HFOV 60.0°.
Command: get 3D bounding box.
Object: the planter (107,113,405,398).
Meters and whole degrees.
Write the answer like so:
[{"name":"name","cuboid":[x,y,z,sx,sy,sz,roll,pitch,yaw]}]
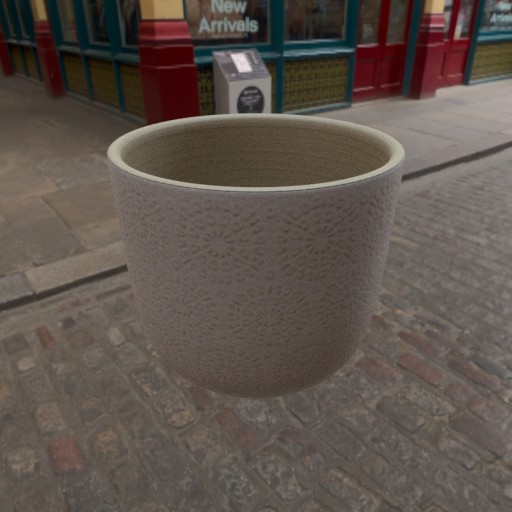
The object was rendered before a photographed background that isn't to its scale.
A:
[{"name":"planter","cuboid":[0.000,0.000,0.366,0.208,0.190,0.208,0,28,0]}]
